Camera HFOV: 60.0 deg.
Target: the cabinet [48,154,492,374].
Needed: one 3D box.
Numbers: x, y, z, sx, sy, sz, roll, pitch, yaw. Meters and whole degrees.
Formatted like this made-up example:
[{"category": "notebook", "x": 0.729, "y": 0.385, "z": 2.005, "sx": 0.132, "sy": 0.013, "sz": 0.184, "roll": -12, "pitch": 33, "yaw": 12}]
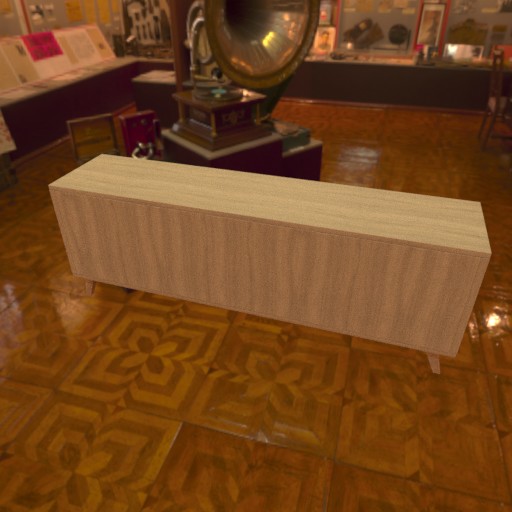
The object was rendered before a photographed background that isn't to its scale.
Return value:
[{"category": "cabinet", "x": 0.000, "y": 0.000, "z": 2.515, "sx": 2.198, "sy": 0.779, "sz": 0.499, "roll": 10, "pitch": 35, "yaw": 15}]
